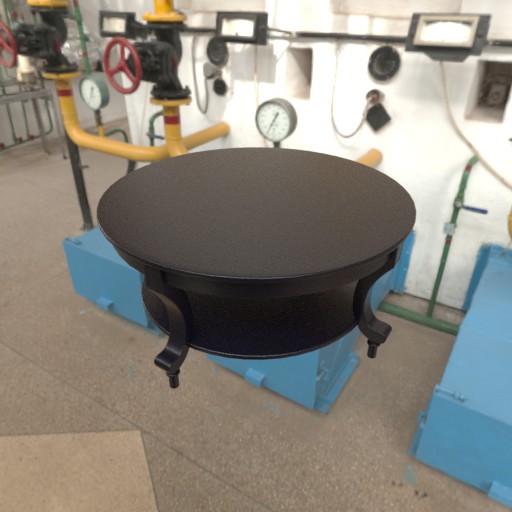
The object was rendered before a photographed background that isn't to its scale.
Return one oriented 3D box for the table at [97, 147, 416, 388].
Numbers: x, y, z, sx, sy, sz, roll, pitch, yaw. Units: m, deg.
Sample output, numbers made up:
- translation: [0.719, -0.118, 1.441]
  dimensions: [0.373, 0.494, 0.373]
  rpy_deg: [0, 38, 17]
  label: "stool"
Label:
- translation: [0.000, 0.000, 1.609]
  dimensions: [1.029, 0.491, 1.029]
  rpy_deg: [0, 31, 0]
  label: "table"
